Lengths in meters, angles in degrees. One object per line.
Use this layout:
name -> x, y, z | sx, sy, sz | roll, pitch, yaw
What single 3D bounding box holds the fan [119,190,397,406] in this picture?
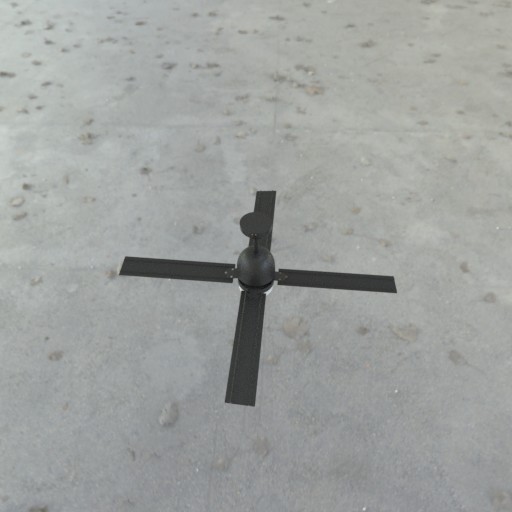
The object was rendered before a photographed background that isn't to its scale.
fan -> 0.000, 0.000, 2.034 | 1.319, 0.410, 1.319 | 3, 46, 3
